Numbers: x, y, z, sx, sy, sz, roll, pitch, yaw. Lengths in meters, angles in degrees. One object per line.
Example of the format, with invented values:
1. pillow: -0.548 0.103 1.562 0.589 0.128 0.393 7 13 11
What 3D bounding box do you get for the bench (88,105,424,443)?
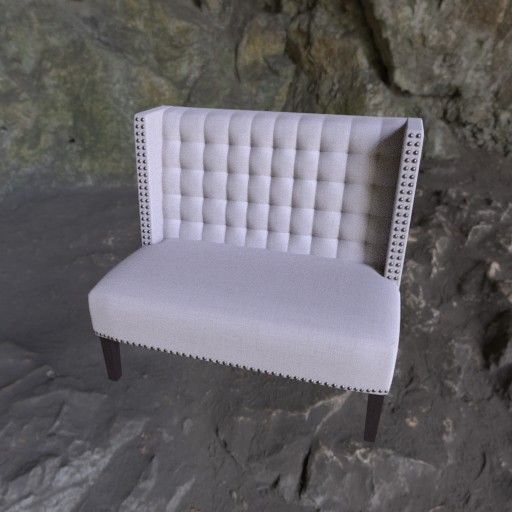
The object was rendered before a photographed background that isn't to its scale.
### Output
1. bench: 0.000 0.000 1.979 1.280 1.123 0.847 8 28 15
